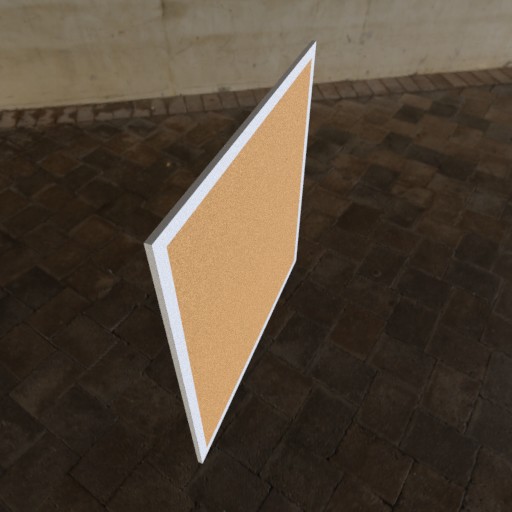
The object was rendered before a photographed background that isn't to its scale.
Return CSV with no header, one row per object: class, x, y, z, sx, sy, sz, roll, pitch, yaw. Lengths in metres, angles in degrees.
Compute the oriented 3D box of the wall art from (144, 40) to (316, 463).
wall art,0.000,0.000,1.164,0.013,0.813,0.812,16,47,15
